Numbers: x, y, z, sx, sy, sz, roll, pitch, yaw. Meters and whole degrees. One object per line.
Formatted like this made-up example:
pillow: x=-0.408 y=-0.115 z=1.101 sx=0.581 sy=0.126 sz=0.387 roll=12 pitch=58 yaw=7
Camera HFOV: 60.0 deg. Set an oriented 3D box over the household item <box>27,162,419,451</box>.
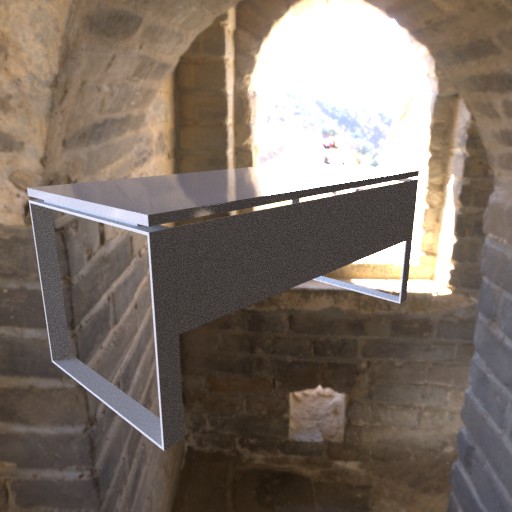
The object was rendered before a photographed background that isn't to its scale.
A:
household item: x=0.000 y=0.000 z=2.128 sx=0.800 sy=0.745 sz=1.700 roll=15 pitch=22 yaw=41
